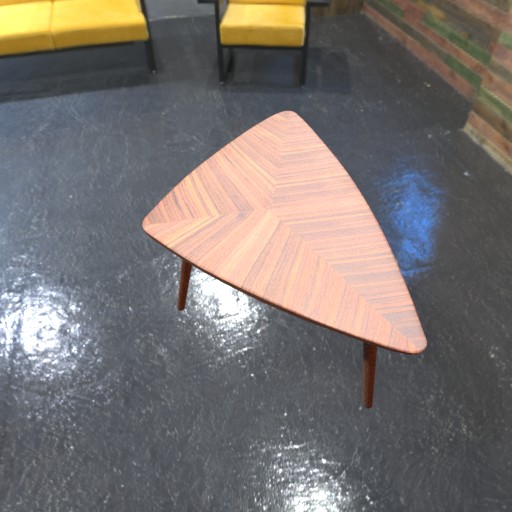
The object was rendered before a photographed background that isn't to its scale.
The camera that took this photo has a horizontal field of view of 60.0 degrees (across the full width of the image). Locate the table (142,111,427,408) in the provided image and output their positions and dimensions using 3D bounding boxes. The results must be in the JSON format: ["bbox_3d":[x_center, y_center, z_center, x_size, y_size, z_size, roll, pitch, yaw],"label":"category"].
[{"bbox_3d":[0.000,0.000,1.319,0.601,0.365,1.008,-9,46,-9],"label":"table"}]
